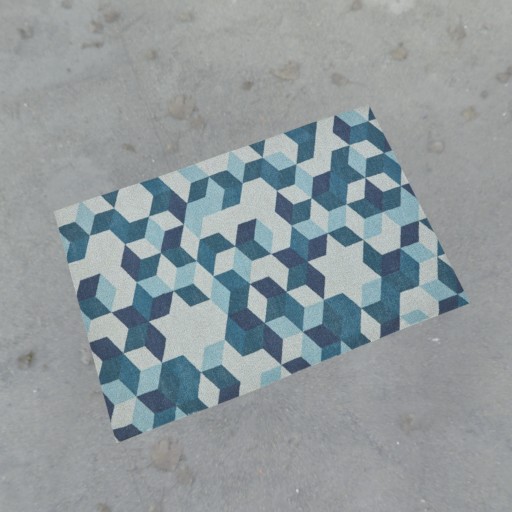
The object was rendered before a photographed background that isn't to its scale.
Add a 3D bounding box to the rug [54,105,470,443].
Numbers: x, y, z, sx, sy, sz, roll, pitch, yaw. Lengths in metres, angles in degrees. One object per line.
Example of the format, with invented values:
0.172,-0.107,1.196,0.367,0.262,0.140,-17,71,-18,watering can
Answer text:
0.000,0.000,2.280,1.829,0.014,1.235,-20,75,-6,rug
